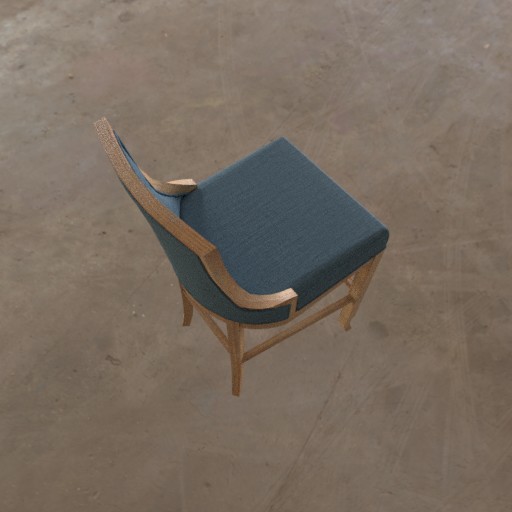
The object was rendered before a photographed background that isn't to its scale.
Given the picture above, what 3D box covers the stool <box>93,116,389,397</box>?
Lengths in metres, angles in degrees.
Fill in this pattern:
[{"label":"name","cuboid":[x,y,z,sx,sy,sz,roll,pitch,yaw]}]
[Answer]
[{"label":"stool","cuboid":[0.000,0.000,1.432,0.626,1.101,0.524,-33,64,-19]}]
